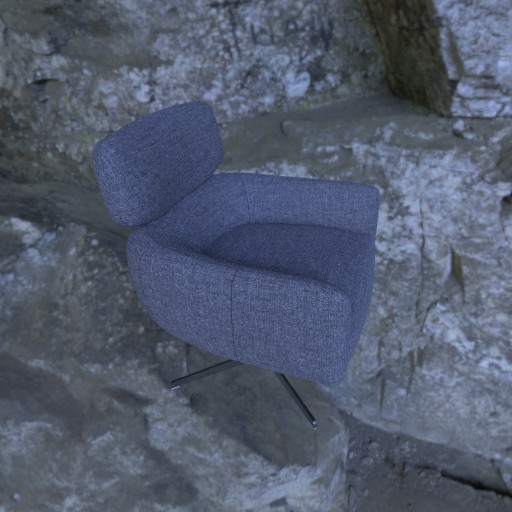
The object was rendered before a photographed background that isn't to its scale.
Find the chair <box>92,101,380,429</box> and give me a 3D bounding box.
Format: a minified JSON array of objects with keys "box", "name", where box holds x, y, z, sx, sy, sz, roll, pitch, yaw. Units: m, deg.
[{"box":[0.000,0.000,1.364,0.715,0.812,0.706,10,31,16],"name":"chair"}]
